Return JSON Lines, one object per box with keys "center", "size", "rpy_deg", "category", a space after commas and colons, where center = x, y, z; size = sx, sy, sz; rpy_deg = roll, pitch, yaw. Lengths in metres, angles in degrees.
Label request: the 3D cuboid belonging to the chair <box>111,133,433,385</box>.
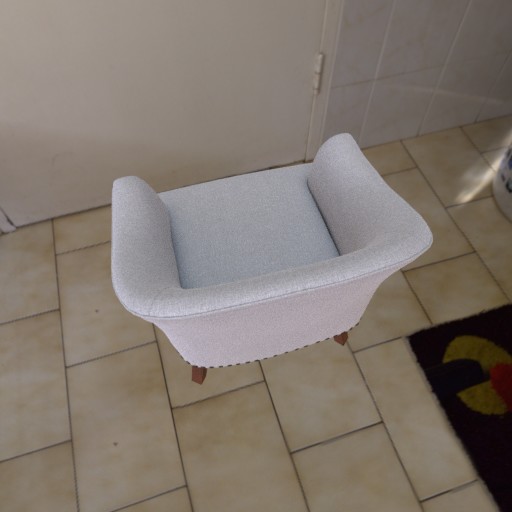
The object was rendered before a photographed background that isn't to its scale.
{"center": [0.000, 0.000, 1.429], "size": [0.798, 0.815, 0.704], "rpy_deg": [-13, 59, -8], "category": "chair"}
